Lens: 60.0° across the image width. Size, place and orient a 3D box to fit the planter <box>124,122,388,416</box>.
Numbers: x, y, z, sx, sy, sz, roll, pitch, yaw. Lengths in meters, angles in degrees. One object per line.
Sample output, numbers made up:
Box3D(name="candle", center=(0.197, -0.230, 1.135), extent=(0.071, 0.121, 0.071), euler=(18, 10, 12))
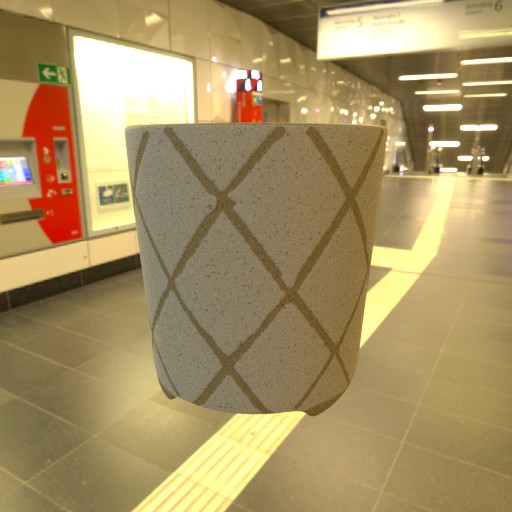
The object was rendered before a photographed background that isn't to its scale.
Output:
Box3D(name="planter", center=(0.000, 0.000, 0.358), extent=(0.191, 0.199, 0.191), euler=(0, 15, 0))
